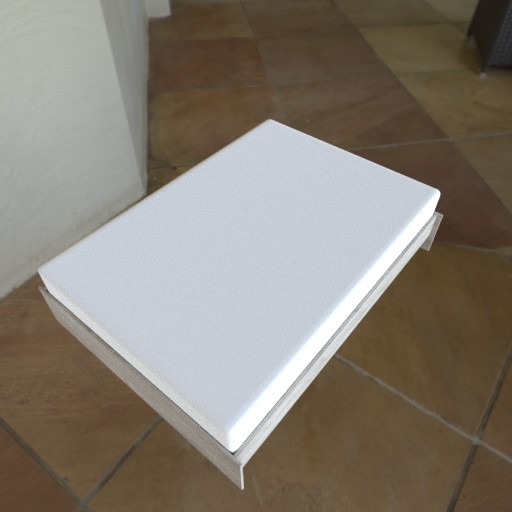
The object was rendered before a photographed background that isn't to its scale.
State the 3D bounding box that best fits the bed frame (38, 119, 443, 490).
[{"bbox_3d":[0.000,0.000,2.637,1.445,0.497,1.945,31,54,26],"label":"bed frame"}]
